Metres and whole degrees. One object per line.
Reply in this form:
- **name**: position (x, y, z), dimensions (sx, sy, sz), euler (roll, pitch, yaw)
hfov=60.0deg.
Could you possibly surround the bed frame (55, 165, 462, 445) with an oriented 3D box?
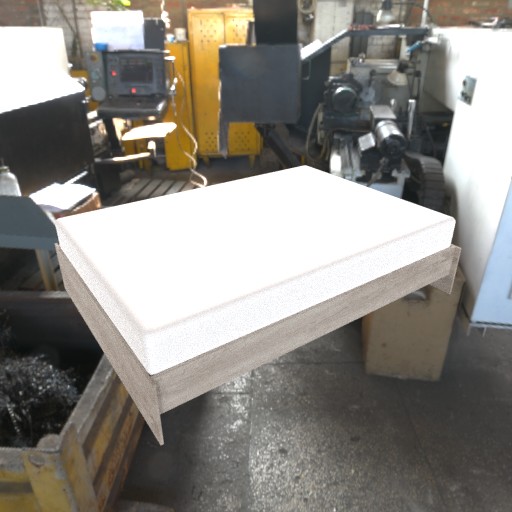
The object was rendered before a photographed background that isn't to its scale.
- **bed frame**: position (0.000, 0.000, 2.669), dimensions (1.945, 0.497, 1.445), euler (-18, 33, -31)
